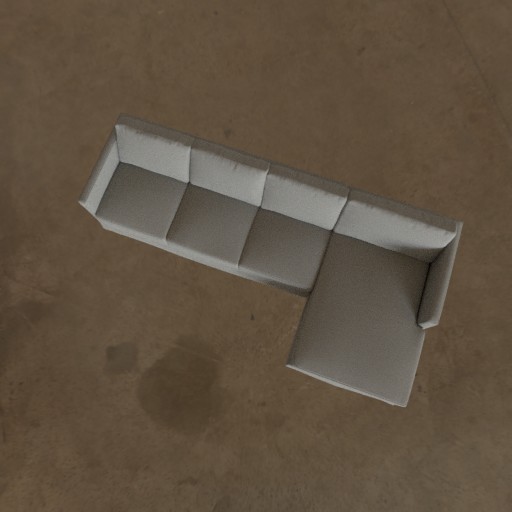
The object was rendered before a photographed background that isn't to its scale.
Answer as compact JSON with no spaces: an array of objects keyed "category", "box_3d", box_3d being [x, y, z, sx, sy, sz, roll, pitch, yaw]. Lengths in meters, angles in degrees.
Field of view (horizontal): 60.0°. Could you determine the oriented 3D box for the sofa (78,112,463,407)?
[{"category":"sofa","box_3d":[0.000,0.000,3.918,3.177,0.867,1.622,19,76,5]}]
